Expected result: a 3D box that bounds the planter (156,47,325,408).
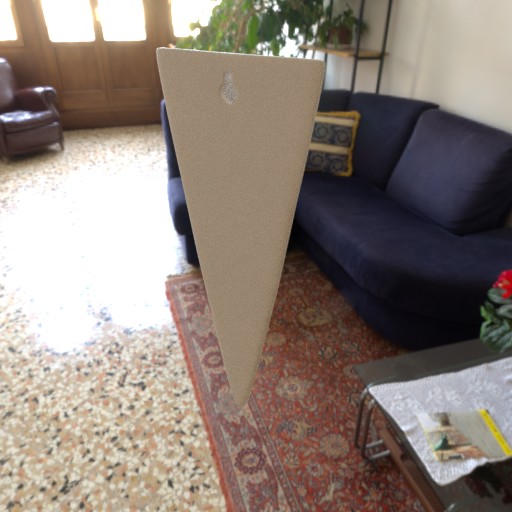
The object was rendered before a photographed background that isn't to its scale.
[{"bbox_3d":[0.000,0.000,0.399,0.143,0.338,0.065,20,35,31],"label":"planter"}]
